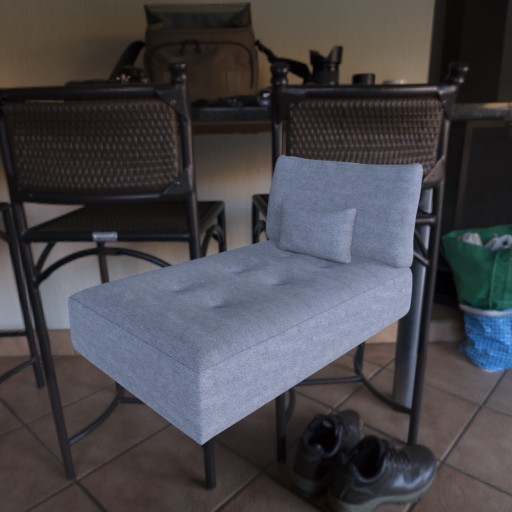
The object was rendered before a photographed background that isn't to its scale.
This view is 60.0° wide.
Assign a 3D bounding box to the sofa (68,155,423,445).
[{"bbox_3d":[0.000,0.000,2.055,0.930,0.820,1.450,15,22,42],"label":"sofa"}]
